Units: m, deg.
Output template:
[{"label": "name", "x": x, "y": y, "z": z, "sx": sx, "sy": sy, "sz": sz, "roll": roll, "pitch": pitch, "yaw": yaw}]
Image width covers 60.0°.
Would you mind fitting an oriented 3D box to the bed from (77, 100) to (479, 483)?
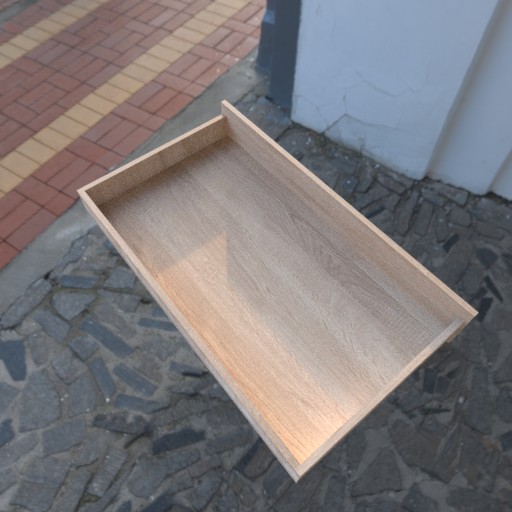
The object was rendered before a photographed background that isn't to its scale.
[{"label": "bed", "x": 0.000, "y": 0.000, "z": 1.489, "sx": 0.685, "sy": 0.209, "sz": 1.200, "roll": -34, "pitch": 63, "yaw": -20}]
